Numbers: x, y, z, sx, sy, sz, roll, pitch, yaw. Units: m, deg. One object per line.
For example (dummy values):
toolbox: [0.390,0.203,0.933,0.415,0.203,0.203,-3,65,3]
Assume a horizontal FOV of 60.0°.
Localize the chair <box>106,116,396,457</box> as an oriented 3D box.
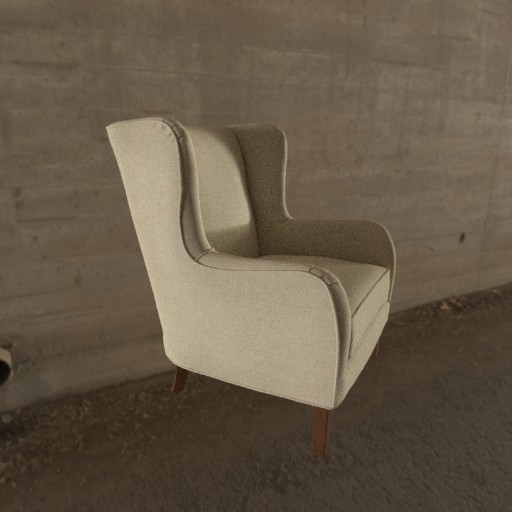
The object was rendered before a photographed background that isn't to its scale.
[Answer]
chair: [0.000,0.000,1.767,0.966,1.040,0.838,8,17,26]
